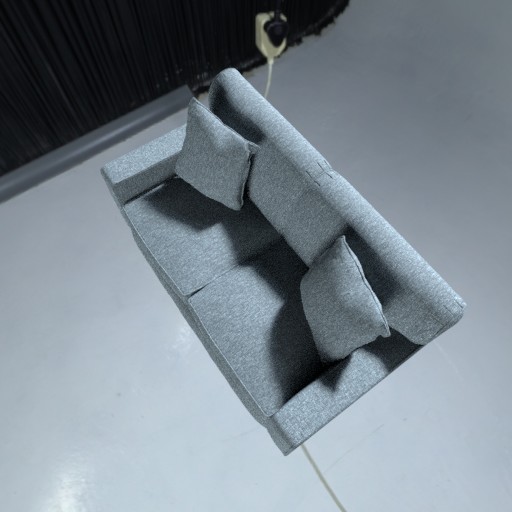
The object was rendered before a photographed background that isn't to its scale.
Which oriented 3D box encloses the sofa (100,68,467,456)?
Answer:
[{"bbox_3d":[0.000,0.000,2.479,0.998,0.958,1.846,-32,67,-15],"label":"sofa"}]
